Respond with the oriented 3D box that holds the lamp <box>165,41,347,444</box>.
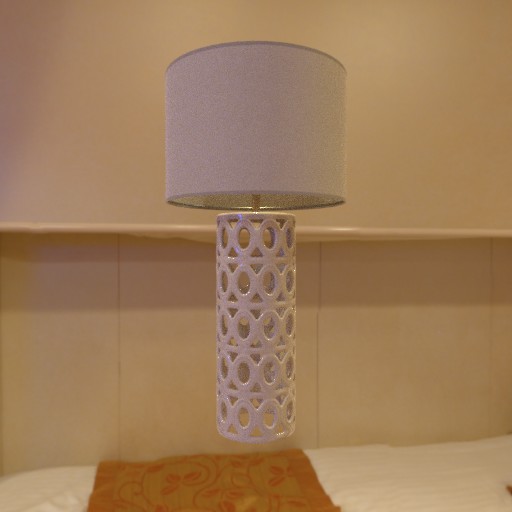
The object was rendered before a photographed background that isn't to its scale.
[{"bbox_3d":[0.000,0.000,0.817,0.325,0.636,0.324,1,2,34],"label":"lamp"}]
